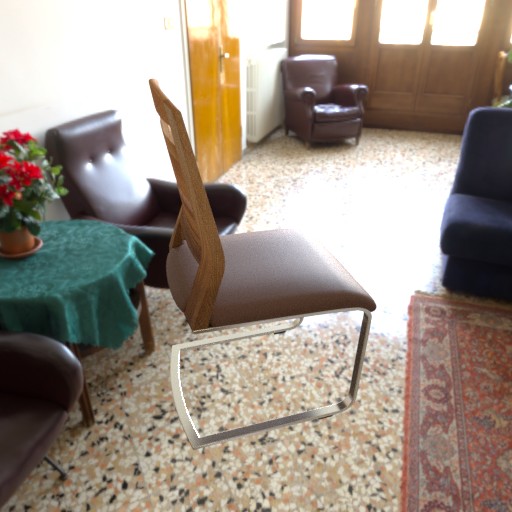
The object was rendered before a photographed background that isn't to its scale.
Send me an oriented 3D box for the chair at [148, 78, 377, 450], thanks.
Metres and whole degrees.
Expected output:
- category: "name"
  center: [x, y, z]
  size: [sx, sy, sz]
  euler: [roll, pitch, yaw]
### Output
- category: "chair"
  center: [0.000, 0.000, 1.288]
  size: [0.570, 0.970, 0.460]
  euler: [-8, 31, -15]
